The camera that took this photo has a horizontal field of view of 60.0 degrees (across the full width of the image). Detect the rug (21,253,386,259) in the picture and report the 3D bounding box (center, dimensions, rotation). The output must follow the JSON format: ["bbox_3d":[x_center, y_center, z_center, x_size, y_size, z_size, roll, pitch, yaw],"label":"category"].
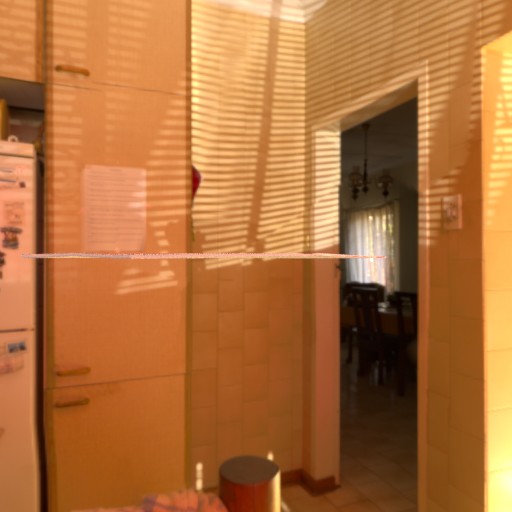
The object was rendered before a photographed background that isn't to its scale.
[{"bbox_3d":[0.000,0.000,2.555,0.692,0.032,2.320,0,0,37],"label":"rug"}]
